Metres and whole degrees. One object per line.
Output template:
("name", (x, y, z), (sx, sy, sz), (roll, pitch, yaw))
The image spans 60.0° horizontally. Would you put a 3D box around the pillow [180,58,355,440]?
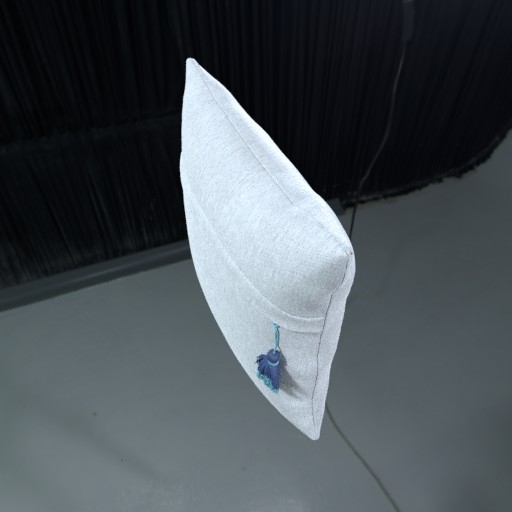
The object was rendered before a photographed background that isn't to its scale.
("pillow", (0.000, 0.000, 0.673), (0.173, 0.436, 0.433), (-18, 49, -16))
